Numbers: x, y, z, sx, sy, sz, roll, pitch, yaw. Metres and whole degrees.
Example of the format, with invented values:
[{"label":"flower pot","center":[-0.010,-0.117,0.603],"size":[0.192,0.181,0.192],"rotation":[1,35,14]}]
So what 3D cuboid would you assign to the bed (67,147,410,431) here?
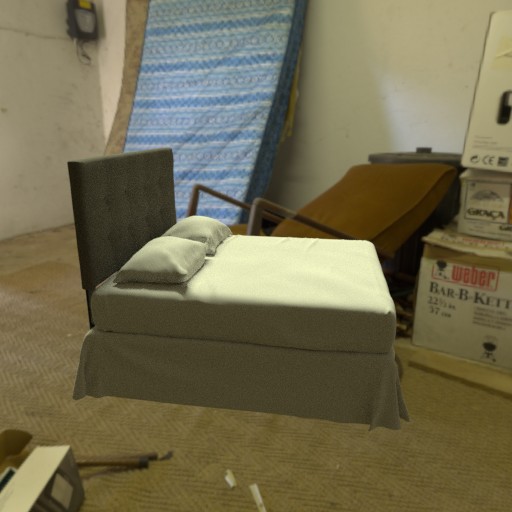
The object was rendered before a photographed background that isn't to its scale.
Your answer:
[{"label":"bed","center":[0.000,0.000,3.493],"size":[2.222,1.577,1.936],"rotation":[3,17,9]}]
